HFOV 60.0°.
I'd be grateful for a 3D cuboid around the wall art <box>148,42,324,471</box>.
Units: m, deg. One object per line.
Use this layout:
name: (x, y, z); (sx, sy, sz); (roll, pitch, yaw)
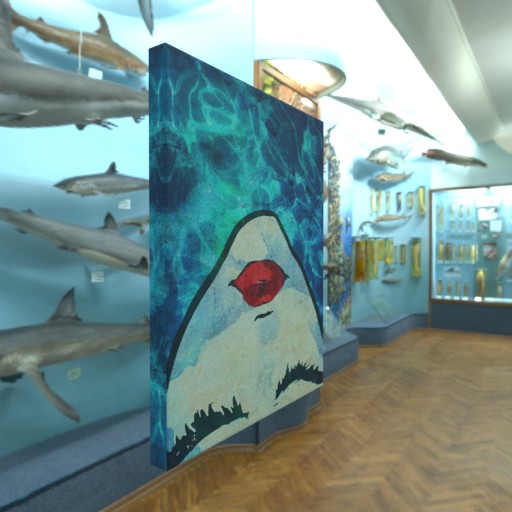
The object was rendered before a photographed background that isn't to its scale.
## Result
wall art: (0.000, 0.000, 0.872); (0.038, 0.635, 0.508); (1, 1, 36)
